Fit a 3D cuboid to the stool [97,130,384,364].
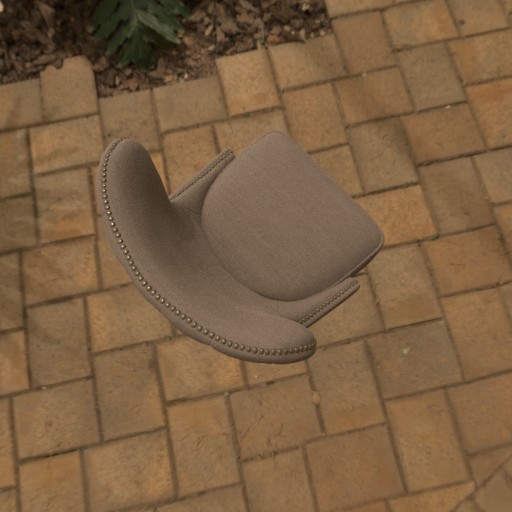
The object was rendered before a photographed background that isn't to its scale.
[{"bbox_3d":[0.000,0.000,1.344,0.597,0.972,0.615,-40,78,-10],"label":"stool"}]
